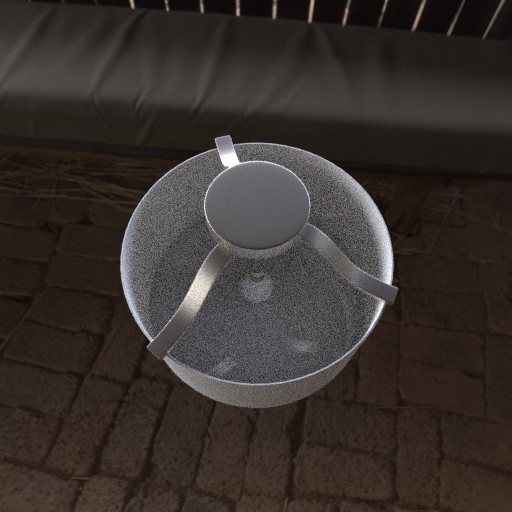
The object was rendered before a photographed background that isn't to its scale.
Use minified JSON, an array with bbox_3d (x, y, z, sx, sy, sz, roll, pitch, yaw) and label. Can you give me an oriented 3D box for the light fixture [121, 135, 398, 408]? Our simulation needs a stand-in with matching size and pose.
[{"bbox_3d":[0.000,0.000,0.662,0.395,0.304,0.395,0,63,0],"label":"light fixture"}]
